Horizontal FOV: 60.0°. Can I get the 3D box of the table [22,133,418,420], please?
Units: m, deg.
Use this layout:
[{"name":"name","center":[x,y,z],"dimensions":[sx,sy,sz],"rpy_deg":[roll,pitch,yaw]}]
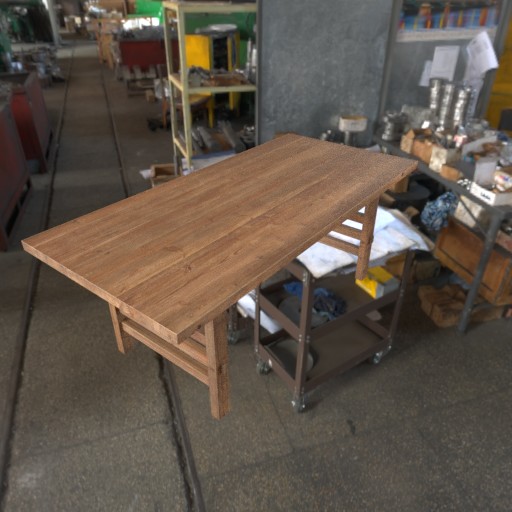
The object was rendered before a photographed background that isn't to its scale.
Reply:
[{"name":"table","center":[0.000,0.000,2.491],"dimensions":[0.952,0.760,2.003],"rpy_deg":[22,38,32]}]
